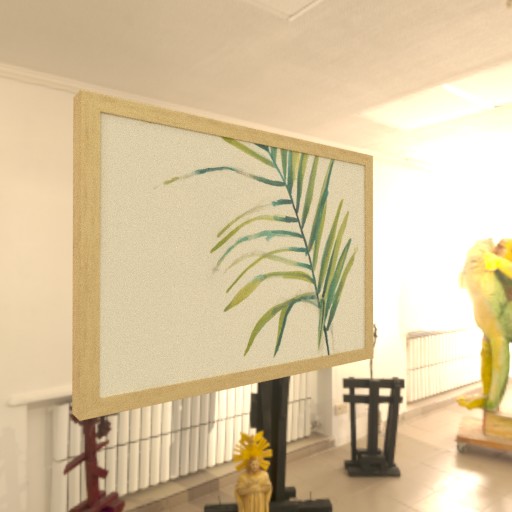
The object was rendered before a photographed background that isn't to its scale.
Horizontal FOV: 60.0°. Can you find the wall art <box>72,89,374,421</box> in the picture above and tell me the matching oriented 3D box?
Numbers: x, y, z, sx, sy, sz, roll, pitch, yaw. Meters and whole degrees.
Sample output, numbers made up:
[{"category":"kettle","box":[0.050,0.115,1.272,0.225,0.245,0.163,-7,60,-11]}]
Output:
[{"category":"wall art","box":[0.000,0.000,0.683,0.532,0.380,0.032,0,-1,-38]}]
